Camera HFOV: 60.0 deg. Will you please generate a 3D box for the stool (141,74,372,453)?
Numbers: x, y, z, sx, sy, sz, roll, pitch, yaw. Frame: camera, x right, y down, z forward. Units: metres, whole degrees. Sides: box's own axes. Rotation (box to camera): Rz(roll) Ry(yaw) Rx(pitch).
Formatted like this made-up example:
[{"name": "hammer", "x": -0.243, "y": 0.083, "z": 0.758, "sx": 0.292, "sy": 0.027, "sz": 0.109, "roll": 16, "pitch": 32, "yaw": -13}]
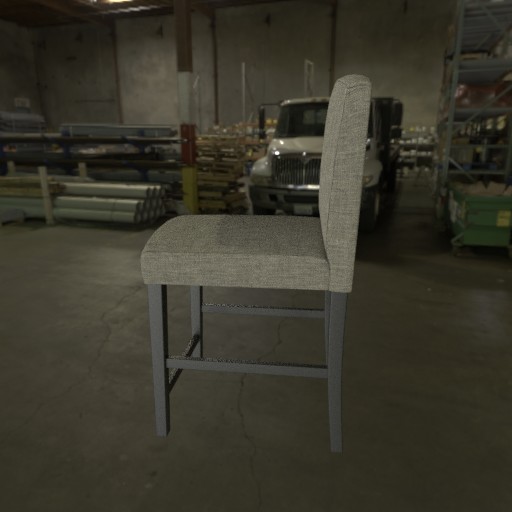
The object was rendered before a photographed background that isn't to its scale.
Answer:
[{"name": "stool", "x": 0.000, "y": 0.000, "z": 1.286, "sx": 0.552, "sy": 0.966, "sz": 0.451, "roll": 2, "pitch": 15, "yaw": 7}]
